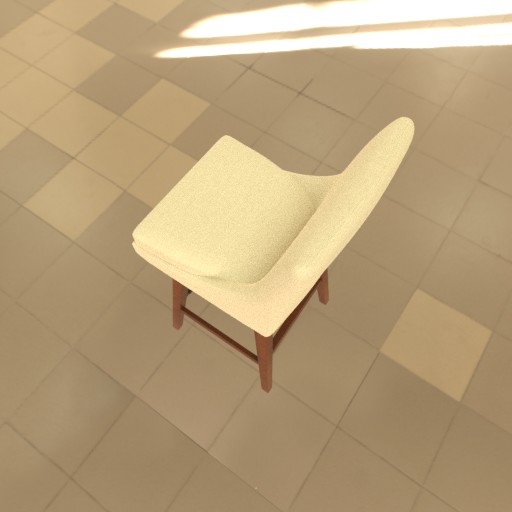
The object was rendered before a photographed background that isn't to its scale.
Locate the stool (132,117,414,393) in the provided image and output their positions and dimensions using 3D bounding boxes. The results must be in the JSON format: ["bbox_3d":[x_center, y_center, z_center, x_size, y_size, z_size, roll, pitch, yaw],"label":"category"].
[{"bbox_3d":[0.000,0.000,1.384,0.559,1.097,0.470,31,67,15],"label":"stool"}]
